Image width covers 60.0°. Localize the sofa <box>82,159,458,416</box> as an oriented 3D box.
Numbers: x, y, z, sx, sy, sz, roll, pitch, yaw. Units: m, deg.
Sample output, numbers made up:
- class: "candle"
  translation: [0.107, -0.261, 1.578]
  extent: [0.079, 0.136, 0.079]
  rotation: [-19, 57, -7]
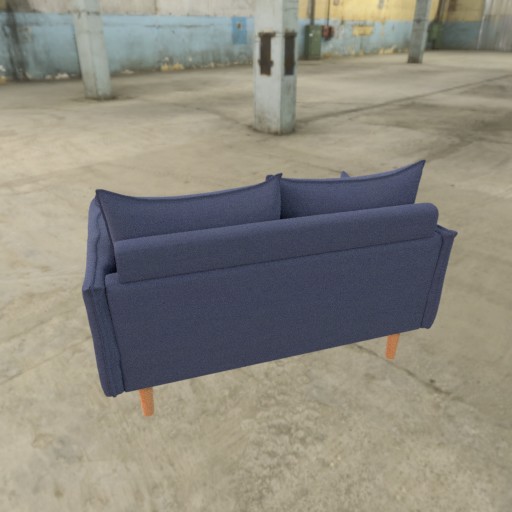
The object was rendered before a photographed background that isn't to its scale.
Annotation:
- class: "sofa"
  translation: [0.000, 0.000, 1.845]
  extent: [1.300, 0.840, 0.820]
  rotation: [-8, 28, -16]
